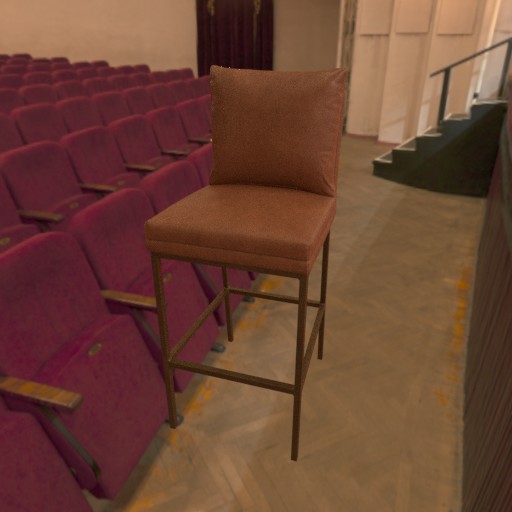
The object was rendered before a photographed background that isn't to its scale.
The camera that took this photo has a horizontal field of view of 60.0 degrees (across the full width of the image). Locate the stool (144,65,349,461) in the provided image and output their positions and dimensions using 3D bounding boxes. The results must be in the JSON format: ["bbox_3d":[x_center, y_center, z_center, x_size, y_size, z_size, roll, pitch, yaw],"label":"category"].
[{"bbox_3d":[0.000,0.000,1.447,0.463,1.124,0.571,8,27,16],"label":"stool"}]
